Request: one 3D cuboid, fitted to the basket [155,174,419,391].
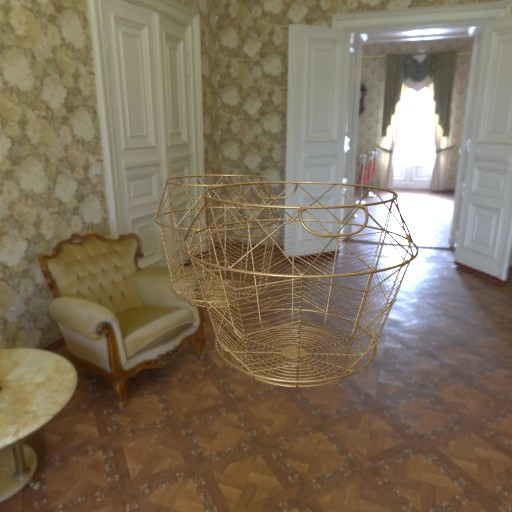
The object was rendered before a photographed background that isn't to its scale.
[{"bbox_3d":[0.000,0.000,1.041,0.451,0.343,0.805,-8,17,-26],"label":"basket"}]
